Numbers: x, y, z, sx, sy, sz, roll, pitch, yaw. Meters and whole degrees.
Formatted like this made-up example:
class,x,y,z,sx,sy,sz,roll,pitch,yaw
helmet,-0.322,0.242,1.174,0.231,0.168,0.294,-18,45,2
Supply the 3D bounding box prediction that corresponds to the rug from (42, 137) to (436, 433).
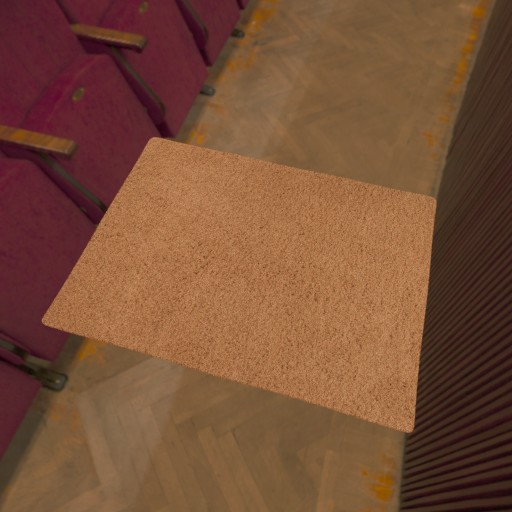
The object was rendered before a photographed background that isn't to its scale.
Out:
class,x,y,z,sx,sy,sz,roll,pitch,yaw
rug,0.000,0.000,2.115,1.600,0.025,1.199,14,59,9
